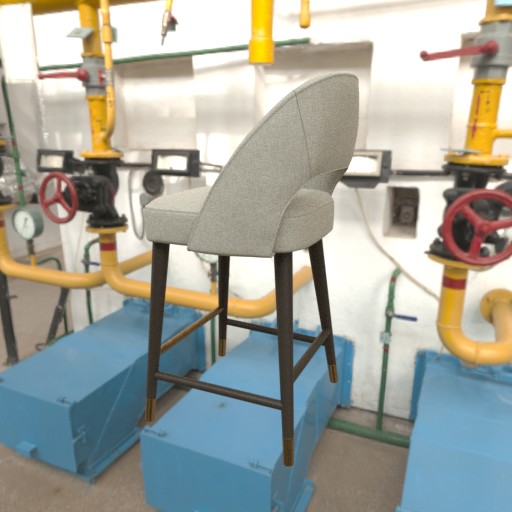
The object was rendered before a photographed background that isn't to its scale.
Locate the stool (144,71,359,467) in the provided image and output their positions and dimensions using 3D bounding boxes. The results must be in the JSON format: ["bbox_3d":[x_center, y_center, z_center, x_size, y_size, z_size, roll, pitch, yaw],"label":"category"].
[{"bbox_3d":[0.000,0.000,1.255,0.509,0.940,0.494,7,17,24],"label":"stool"}]
